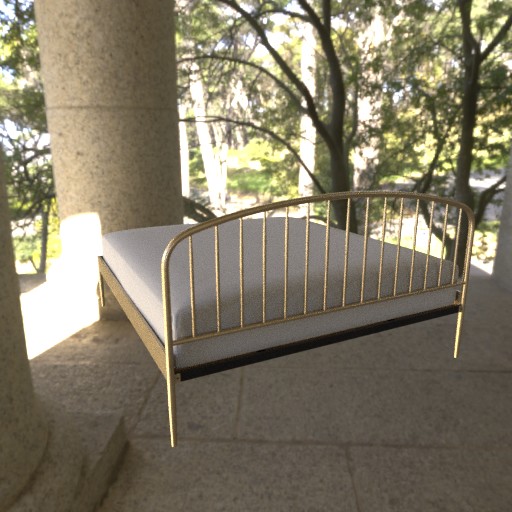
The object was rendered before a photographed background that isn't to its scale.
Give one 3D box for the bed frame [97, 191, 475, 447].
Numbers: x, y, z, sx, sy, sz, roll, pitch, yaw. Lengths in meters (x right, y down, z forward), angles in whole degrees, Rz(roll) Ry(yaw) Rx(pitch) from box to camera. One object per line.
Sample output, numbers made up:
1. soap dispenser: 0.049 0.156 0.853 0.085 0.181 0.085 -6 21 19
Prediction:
1. bed frame: 0.000 0.000 3.350 2.016 1.174 2.152 -7 16 -26
